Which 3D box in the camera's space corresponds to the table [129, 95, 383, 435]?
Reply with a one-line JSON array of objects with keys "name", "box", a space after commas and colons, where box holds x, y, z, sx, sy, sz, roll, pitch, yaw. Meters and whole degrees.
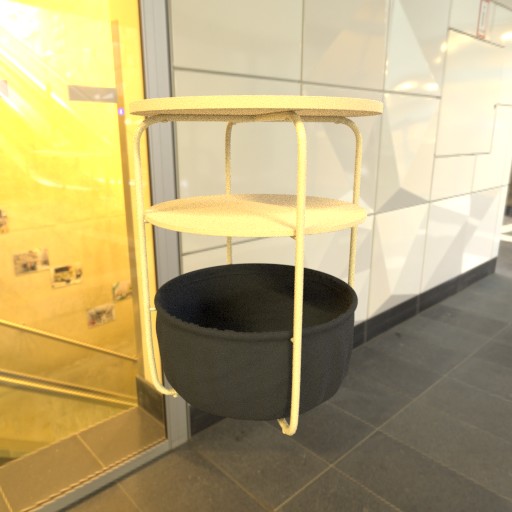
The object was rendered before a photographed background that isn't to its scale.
[{"name": "table", "box": [0.000, 0.000, 0.826, 0.418, 0.532, 0.418, 8, 17, 26]}]
